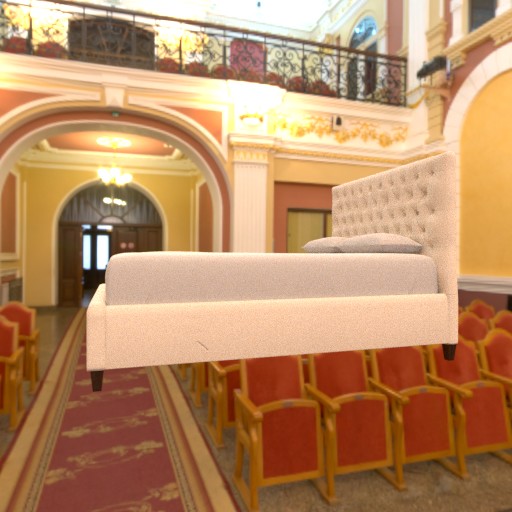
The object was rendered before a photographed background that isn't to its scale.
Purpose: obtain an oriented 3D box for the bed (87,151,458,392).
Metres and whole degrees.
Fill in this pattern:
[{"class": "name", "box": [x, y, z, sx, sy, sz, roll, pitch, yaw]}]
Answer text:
[{"class": "bed", "box": [0.000, 0.000, 3.462, 2.387, 1.427, 1.698, 0, 0, -18]}]
